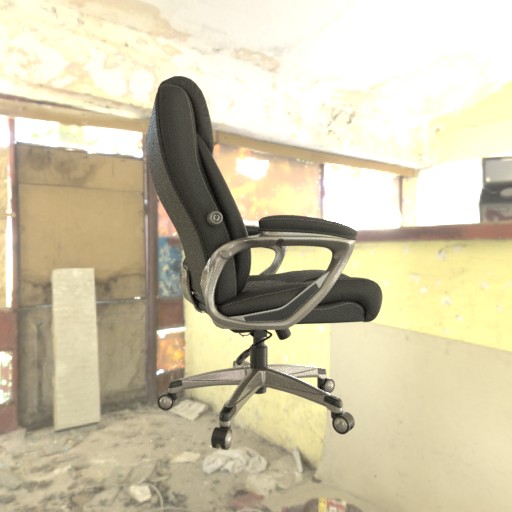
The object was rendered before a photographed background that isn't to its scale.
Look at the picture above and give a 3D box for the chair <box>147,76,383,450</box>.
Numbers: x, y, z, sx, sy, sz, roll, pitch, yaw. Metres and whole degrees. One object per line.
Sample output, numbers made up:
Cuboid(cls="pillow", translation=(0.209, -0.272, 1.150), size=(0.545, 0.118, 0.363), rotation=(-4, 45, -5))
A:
Cuboid(cls="chair", translation=(0.000, 0.000, 1.690), size=(0.784, 1.167, 0.741), rotation=(0, 1, -17))
